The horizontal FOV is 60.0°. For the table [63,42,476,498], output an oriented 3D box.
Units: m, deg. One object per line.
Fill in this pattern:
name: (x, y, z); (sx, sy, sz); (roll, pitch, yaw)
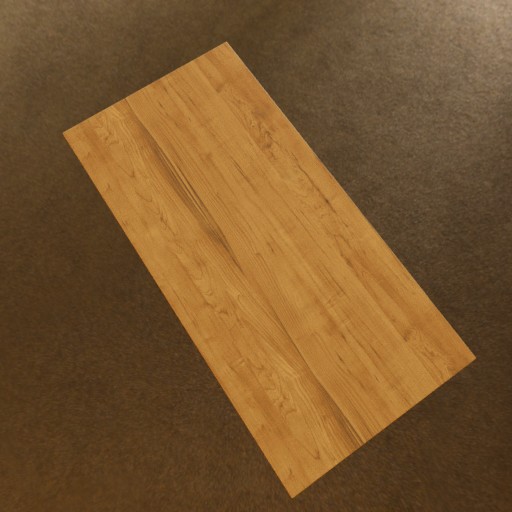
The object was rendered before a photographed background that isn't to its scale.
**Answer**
table: (0.000, 0.000, 1.421); (0.590, 0.400, 1.180); (-33, 77, -9)
